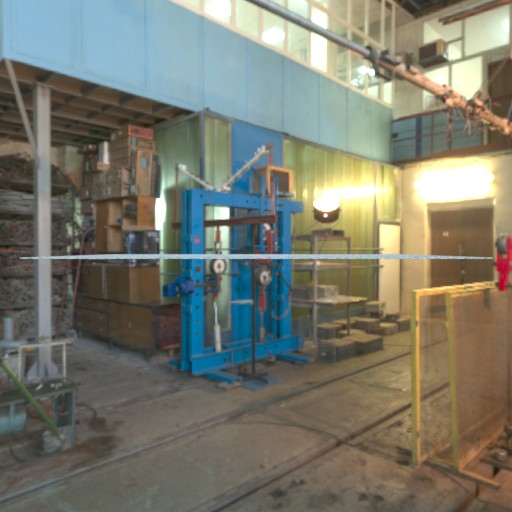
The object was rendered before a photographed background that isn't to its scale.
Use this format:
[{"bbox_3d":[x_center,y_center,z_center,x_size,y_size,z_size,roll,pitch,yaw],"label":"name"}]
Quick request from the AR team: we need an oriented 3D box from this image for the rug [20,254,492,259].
[{"bbox_3d":[0.000,0.000,3.050,2.441,0.008,1.526,0,1,0],"label":"rug"}]
